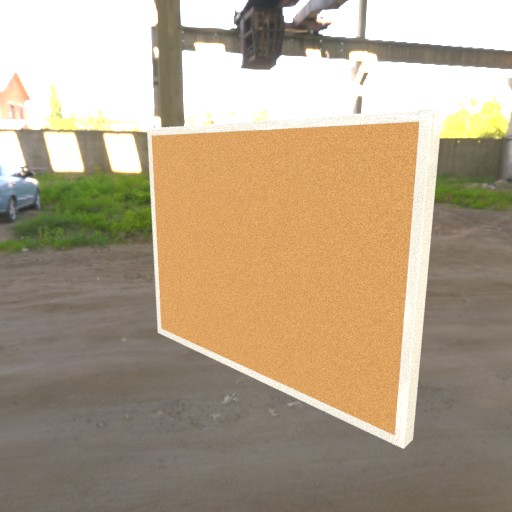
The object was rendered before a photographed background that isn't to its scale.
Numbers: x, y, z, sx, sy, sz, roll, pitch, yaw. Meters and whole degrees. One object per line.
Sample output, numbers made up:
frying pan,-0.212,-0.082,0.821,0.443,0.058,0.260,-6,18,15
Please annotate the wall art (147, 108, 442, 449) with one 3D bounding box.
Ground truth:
wall art,0.000,0.000,1.357,1.041,0.787,0.053,12,18,42
